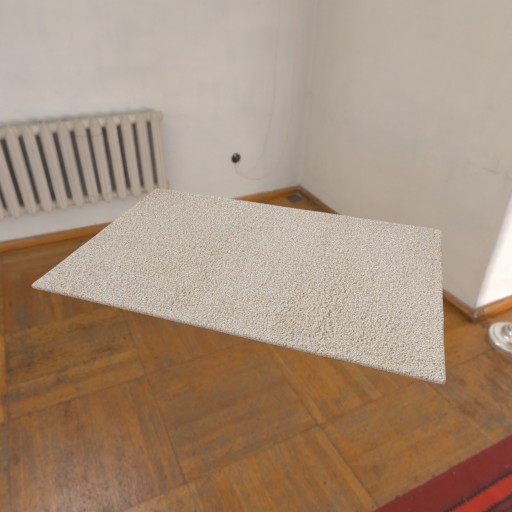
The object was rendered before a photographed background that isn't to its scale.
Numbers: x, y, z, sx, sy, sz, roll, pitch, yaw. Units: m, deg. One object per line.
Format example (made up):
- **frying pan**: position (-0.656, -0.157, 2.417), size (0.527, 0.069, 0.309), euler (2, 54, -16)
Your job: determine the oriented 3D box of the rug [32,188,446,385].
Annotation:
- **rug**: position (0.000, 0.000, 3.450), size (2.743, 0.030, 1.778), euler (10, 34, 16)
